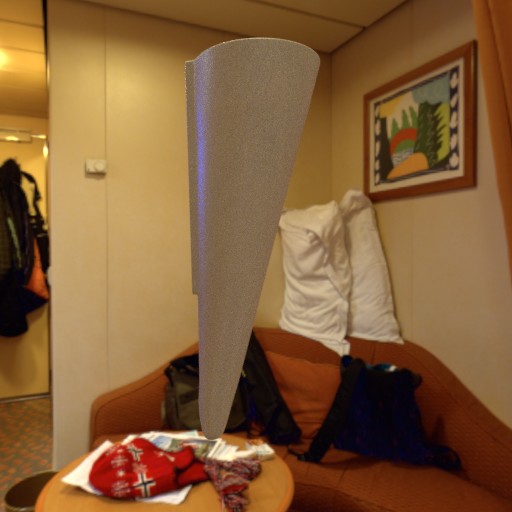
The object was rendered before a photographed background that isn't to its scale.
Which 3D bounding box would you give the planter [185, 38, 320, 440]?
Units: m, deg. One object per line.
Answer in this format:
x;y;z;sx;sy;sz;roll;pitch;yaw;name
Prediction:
0.000;0.000;0.223;0.064;0.191;0.057;0;0;19;planter
